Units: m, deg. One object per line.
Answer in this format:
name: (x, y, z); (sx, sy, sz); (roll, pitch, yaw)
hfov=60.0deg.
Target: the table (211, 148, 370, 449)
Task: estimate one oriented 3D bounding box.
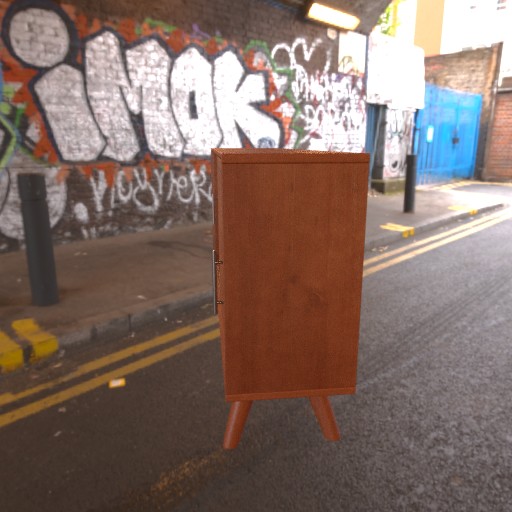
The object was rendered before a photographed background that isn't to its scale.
table: (0.000, 0.000, 1.492); (0.308, 0.698, 1.220); (-2, 14, -6)
